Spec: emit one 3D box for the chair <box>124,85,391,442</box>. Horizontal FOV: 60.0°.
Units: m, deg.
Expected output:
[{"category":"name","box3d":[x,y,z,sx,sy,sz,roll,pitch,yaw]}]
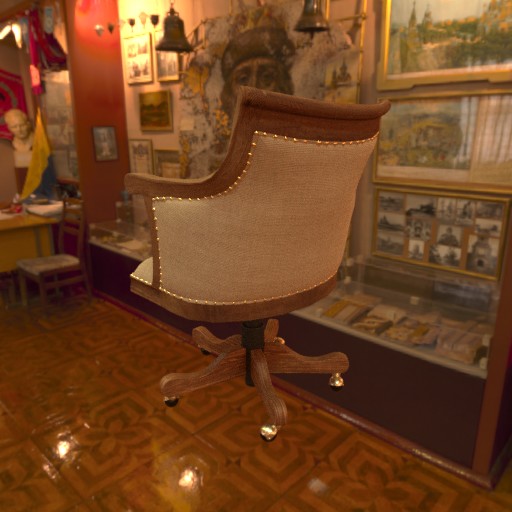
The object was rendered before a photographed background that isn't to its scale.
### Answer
[{"category":"chair","box3d":[0.000,0.000,1.441,0.656,0.965,0.689,-15,21,-43]}]
